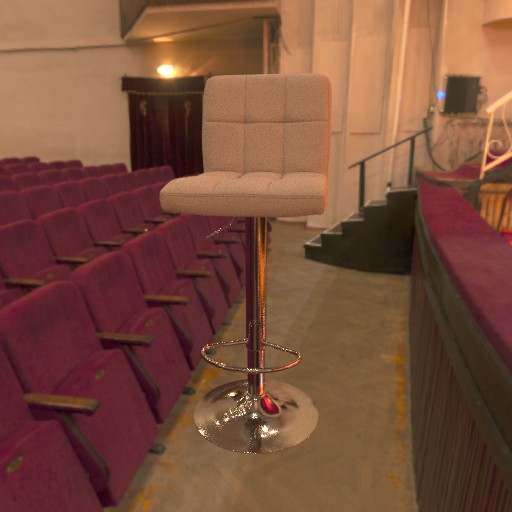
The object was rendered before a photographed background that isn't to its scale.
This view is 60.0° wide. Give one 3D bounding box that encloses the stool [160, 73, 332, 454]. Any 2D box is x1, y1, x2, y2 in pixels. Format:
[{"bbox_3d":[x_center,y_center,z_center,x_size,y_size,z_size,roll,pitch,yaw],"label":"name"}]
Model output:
[{"bbox_3d":[0.000,0.000,1.379,0.430,1.115,0.505,2,15,9],"label":"stool"}]
